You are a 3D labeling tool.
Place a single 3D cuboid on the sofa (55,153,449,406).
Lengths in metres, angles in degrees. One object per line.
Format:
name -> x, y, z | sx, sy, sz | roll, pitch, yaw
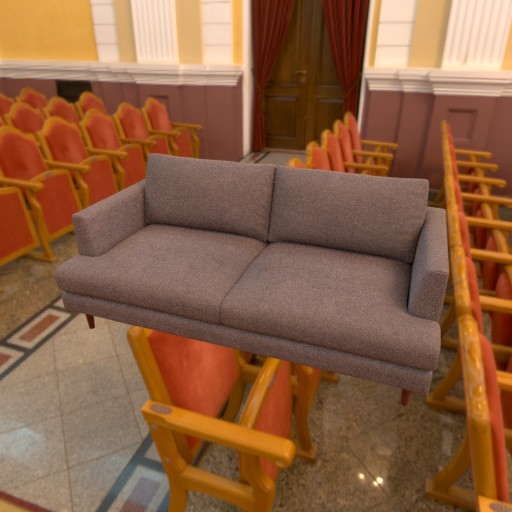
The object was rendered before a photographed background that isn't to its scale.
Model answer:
sofa -> 0.000, 0.000, 2.482 | 1.948, 0.868, 1.020 | 9, 28, 18
